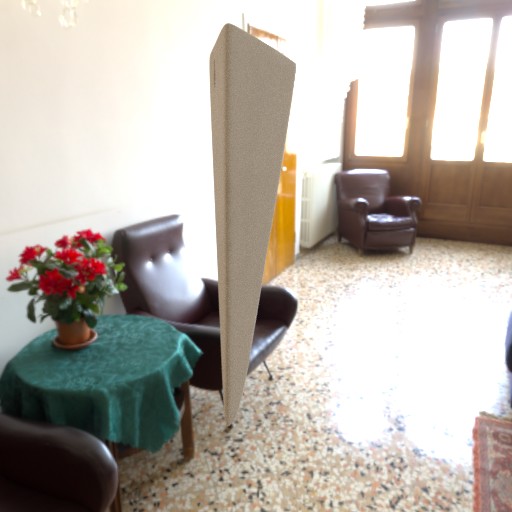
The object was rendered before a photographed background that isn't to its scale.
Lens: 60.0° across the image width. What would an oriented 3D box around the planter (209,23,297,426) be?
[{"bbox_3d":[0.000,0.000,0.386,0.065,0.338,0.143,-3,16,-9],"label":"planter"}]
